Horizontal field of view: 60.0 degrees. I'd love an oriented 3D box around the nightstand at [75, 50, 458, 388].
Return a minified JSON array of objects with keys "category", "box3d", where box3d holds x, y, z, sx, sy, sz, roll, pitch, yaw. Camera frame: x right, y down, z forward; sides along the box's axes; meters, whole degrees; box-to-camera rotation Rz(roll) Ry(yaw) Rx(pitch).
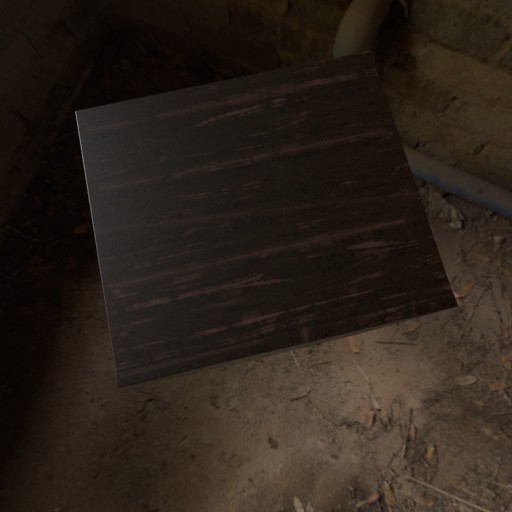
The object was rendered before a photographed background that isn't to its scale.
[{"category":"nightstand","box3d":[0.000,0.000,0.816,0.400,0.559,0.356,-13,77,-3]}]
